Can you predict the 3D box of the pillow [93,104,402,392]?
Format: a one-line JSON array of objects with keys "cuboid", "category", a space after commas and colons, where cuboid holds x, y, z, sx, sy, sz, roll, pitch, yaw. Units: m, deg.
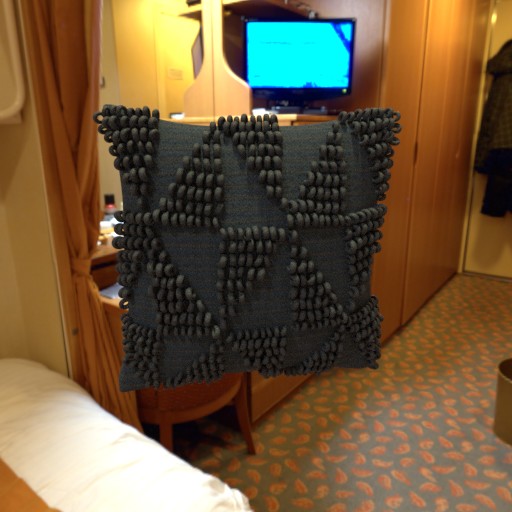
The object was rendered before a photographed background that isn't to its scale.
[{"cuboid": [0.000, 0.000, 0.723, 0.469, 0.466, 0.172, -3, 16, -9], "category": "pillow"}]
